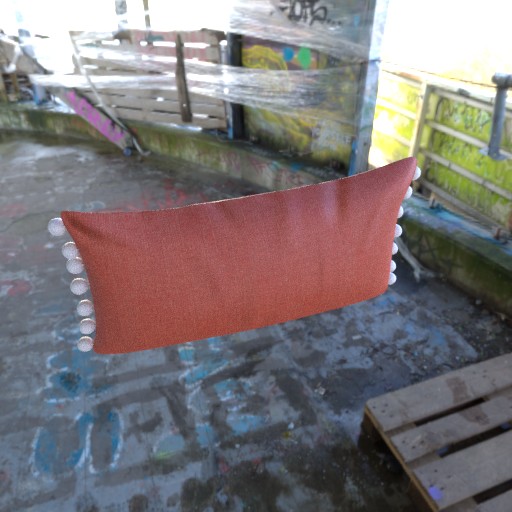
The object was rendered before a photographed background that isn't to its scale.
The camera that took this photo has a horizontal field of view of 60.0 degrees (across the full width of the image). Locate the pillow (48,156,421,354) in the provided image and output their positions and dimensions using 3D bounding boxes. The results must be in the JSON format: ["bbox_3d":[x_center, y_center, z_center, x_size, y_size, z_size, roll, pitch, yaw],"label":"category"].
[{"bbox_3d":[0.000,0.000,0.856,0.709,0.322,0.201,-10,34,-16],"label":"pillow"}]
